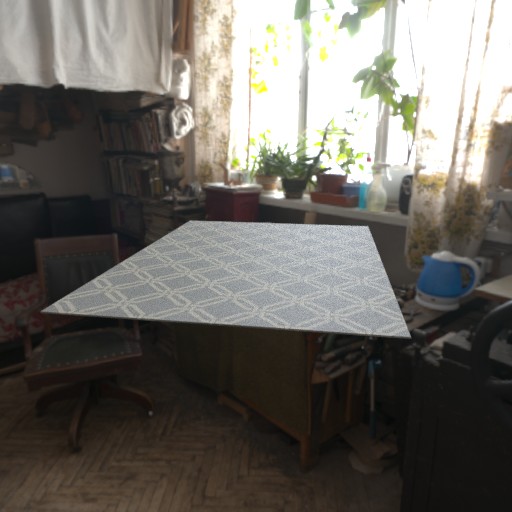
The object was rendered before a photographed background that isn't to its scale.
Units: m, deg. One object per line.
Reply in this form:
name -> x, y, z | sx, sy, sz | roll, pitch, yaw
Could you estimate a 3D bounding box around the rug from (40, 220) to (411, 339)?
rug -> 0.000, 0.000, 4.437 | 2.438, 0.013, 3.353 | 3, 16, 9
